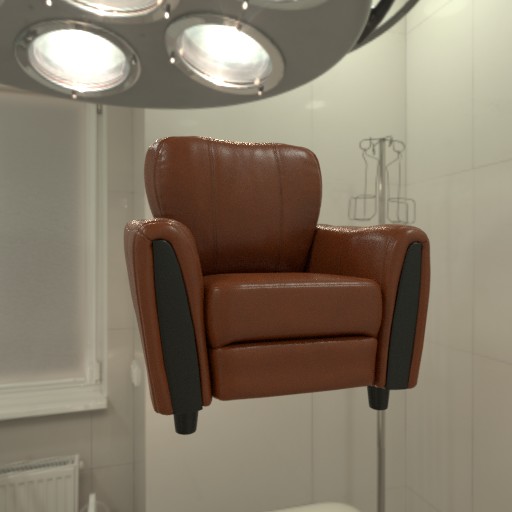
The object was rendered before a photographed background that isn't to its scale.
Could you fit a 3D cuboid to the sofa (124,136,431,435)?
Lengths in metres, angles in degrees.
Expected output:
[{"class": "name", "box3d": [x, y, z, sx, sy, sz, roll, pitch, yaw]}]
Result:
[{"class": "sofa", "box3d": [0.000, 0.000, 1.467, 0.836, 0.876, 0.789, 0, 0, -18]}]
